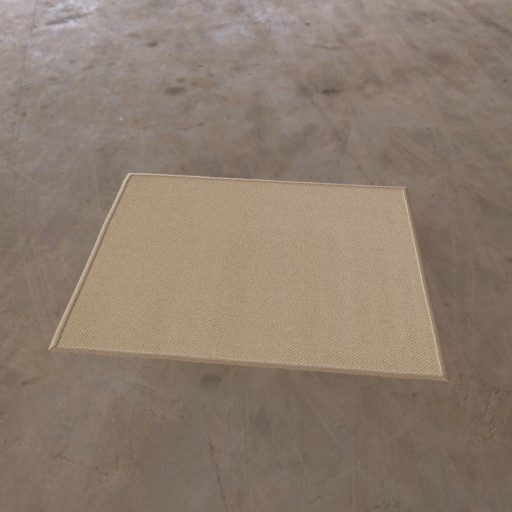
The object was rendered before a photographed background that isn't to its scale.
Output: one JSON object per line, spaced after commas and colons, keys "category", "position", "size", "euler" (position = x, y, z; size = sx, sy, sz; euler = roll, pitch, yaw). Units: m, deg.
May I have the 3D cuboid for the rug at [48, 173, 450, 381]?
{"category": "rug", "position": [0.000, 0.000, 2.773], "size": [2.081, 0.020, 1.525], "euler": [4, 48, 3]}
